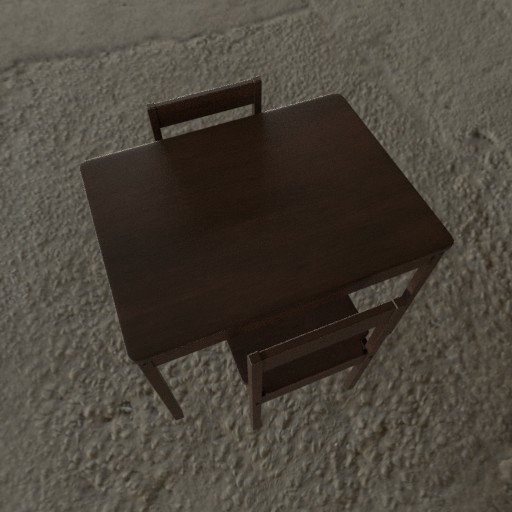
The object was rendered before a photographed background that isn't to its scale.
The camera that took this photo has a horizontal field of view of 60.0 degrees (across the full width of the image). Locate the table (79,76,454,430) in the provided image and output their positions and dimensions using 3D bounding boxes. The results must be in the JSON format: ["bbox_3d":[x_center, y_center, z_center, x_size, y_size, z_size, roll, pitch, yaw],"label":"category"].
[{"bbox_3d":[0.000,0.000,1.101,0.650,0.503,0.672,-19,60,-12],"label":"table"}]
